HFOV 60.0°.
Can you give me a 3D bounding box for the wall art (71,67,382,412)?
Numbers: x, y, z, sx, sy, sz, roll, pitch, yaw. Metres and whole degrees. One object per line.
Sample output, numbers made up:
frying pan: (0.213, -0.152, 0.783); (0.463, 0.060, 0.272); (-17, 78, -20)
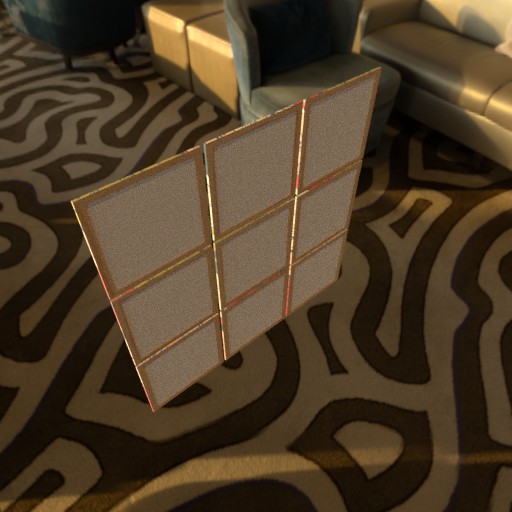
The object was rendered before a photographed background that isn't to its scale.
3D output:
wall art: (0.000, 0.000, 2.291); (1.519, 1.534, 0.013); (-31, 54, -26)
